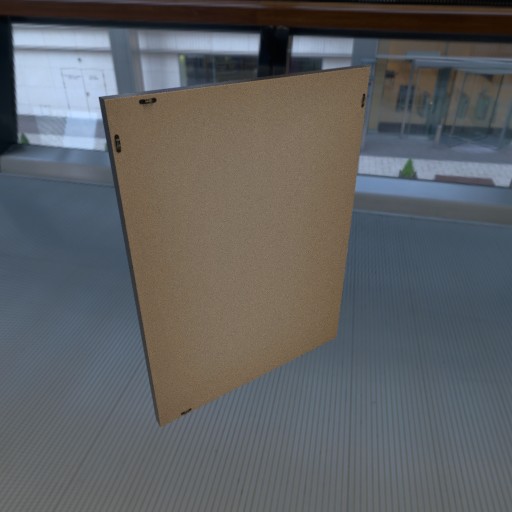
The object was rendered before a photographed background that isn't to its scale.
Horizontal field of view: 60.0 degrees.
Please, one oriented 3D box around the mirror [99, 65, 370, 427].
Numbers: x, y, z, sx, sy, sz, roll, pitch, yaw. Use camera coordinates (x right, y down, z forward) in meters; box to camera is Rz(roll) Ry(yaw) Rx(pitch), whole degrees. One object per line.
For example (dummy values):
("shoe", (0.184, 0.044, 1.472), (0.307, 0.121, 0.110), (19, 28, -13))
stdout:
("mirror", (0.000, 0.000, 1.353), (0.762, 1.016, 0.041), (-19, 36, -28))
